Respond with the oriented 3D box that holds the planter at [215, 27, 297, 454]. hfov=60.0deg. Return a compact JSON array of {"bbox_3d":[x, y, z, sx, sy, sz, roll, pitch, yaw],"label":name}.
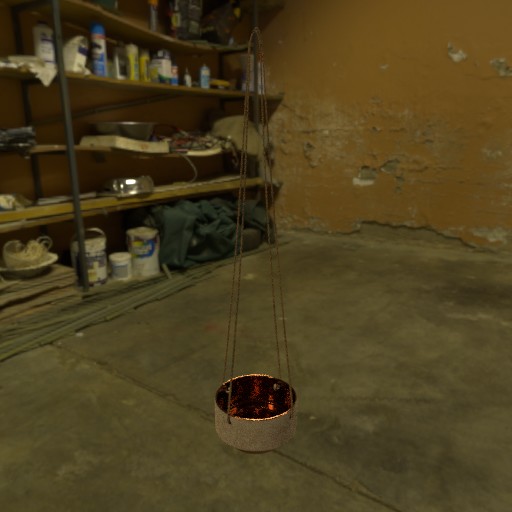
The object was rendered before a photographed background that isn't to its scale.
[{"bbox_3d":[0.000,0.000,1.100,0.223,1.030,0.223,-2,15,-8],"label":"planter"}]
